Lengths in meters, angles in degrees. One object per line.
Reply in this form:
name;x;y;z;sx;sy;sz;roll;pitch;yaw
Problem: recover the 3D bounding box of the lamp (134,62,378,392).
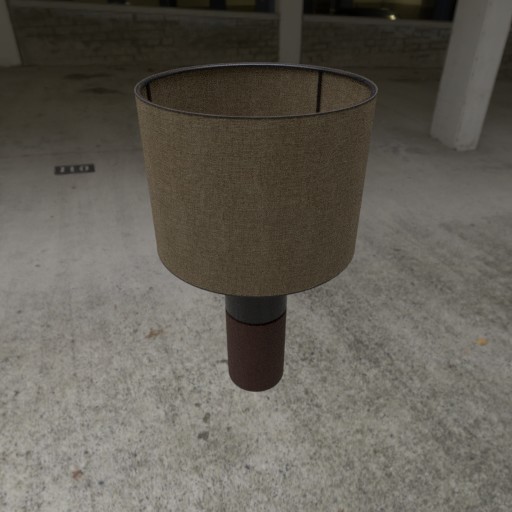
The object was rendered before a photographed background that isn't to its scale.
lamp;0.000;0.000;0.472;0.202;0.350;0.202;0;33;0
